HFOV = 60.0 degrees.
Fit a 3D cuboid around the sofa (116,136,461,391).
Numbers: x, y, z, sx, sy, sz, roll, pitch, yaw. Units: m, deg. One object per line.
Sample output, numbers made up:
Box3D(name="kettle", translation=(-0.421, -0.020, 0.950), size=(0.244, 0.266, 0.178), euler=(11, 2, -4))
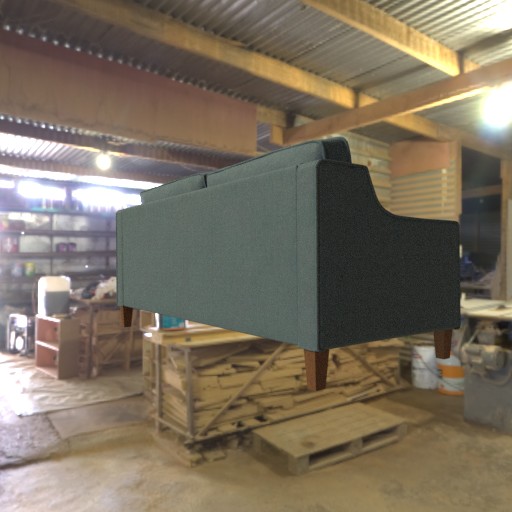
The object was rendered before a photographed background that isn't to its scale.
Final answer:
Box3D(name="sofa", translation=(0.000, 0.000, 2.856), size=(1.066, 1.071, 2.178), euler=(0, -1, -37))
